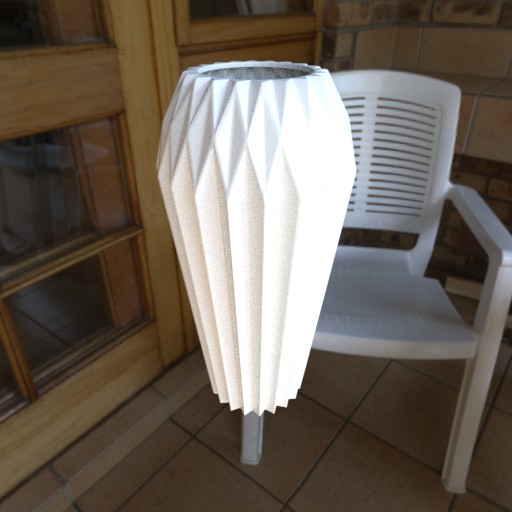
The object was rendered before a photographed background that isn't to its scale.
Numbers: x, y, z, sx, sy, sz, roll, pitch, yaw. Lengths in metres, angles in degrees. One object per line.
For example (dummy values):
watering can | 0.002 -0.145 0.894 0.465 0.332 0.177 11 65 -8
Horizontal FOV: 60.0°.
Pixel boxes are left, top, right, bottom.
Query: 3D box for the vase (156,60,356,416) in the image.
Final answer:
vase | 0.000 0.000 0.336 0.133 0.263 0.133 0 31 0
